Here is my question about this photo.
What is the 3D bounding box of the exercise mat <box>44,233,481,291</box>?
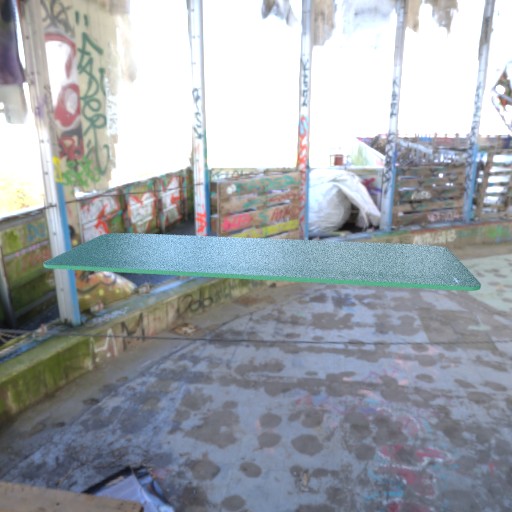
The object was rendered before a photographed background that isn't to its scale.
[{"bbox_3d":[0.000,0.000,2.110,1.869,0.021,0.616,3,16,9],"label":"exercise mat"}]
